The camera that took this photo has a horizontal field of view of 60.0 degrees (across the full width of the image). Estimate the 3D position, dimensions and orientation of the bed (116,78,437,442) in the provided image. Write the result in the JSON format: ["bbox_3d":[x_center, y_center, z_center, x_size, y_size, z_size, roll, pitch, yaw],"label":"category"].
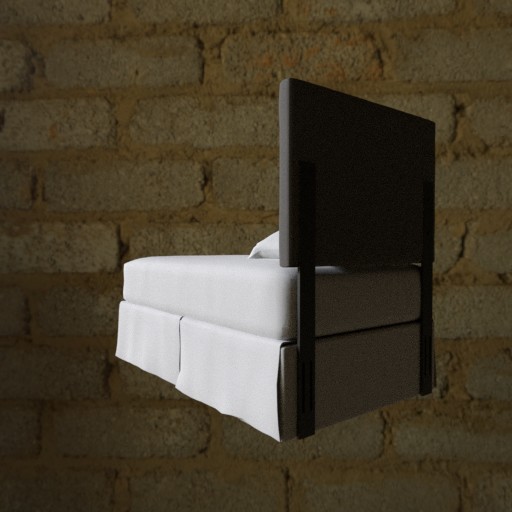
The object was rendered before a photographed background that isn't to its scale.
[{"bbox_3d":[0.000,0.000,3.011,1.261,1.571,1.997,-1,1,-37],"label":"bed"}]
